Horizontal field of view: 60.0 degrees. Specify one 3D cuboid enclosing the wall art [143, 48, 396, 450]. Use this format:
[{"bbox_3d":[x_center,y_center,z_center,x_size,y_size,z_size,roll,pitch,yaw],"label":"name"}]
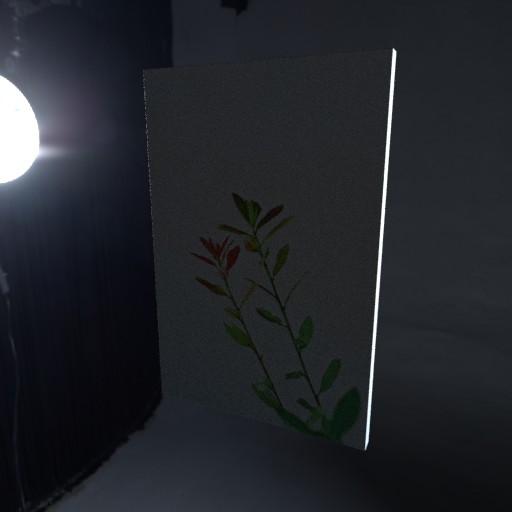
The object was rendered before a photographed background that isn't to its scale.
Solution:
[{"bbox_3d":[0.000,0.000,1.123,0.612,0.915,0.039,7,16,24],"label":"wall art"}]
